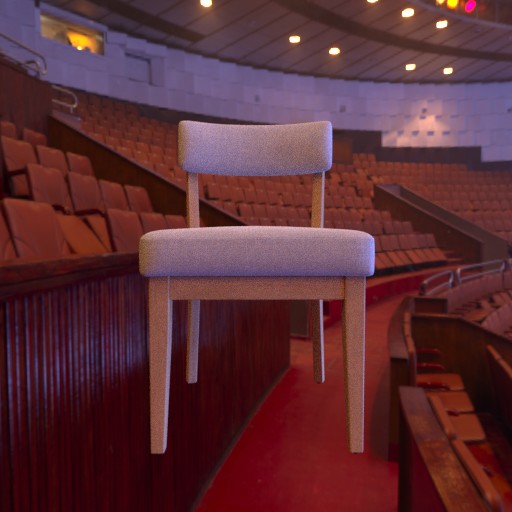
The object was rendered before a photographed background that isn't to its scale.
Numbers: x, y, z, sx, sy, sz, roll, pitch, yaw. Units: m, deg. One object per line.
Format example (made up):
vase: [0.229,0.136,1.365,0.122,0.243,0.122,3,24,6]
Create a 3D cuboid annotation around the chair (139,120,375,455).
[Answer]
chair: [0.000,0.000,1.204,0.508,0.832,0.572,0,3,-1]
